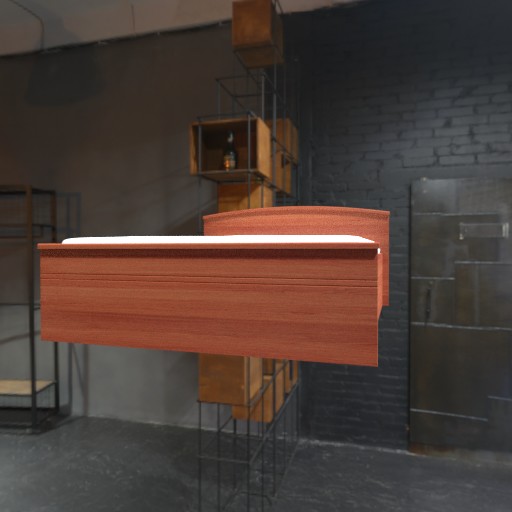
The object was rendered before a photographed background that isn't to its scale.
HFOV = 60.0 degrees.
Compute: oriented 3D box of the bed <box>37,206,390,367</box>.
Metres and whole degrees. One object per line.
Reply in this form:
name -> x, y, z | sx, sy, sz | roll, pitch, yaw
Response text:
bed -> 0.000, 0.000, 2.983 | 1.683, 0.848, 2.053 | 0, 1, 18
